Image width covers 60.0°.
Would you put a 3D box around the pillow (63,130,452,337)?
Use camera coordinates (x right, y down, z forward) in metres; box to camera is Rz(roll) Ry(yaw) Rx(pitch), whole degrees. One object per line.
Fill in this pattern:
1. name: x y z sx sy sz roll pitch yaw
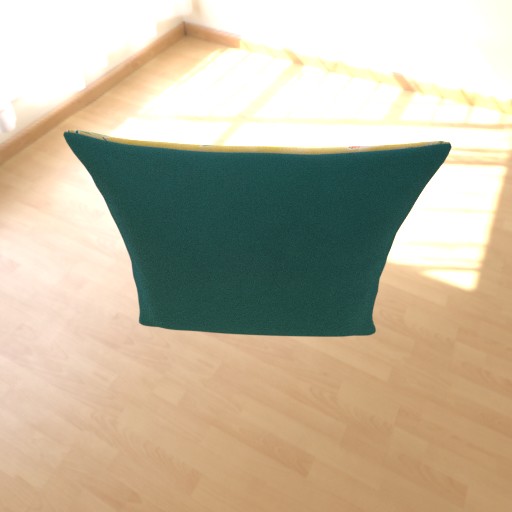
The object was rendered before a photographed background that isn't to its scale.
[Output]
1. pillow: 0.000 0.000 0.790 0.525 0.508 0.166 2 50 2
